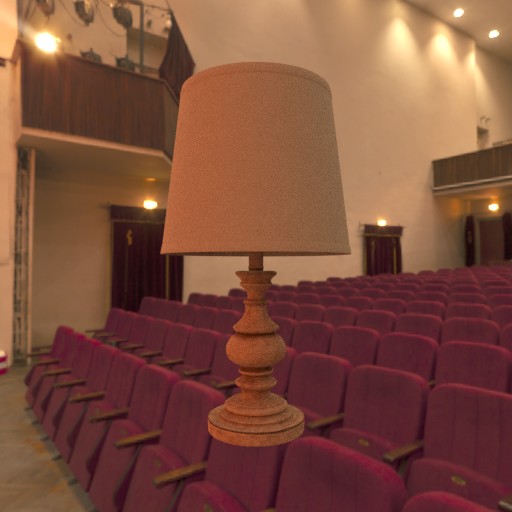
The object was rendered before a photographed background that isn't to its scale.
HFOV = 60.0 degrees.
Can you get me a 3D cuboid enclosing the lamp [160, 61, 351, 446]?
[{"bbox_3d":[0.000,0.000,0.648,0.273,0.497,0.273,0,-1,0],"label":"lamp"}]
